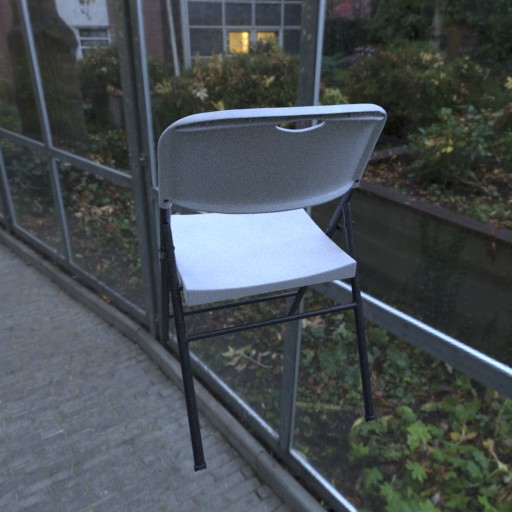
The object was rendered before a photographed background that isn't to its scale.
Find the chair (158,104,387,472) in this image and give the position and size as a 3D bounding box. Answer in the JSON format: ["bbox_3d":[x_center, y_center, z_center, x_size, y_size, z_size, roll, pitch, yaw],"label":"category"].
[{"bbox_3d":[0.000,0.000,1.165,0.494,0.810,0.566,-9,27,-17],"label":"chair"}]
